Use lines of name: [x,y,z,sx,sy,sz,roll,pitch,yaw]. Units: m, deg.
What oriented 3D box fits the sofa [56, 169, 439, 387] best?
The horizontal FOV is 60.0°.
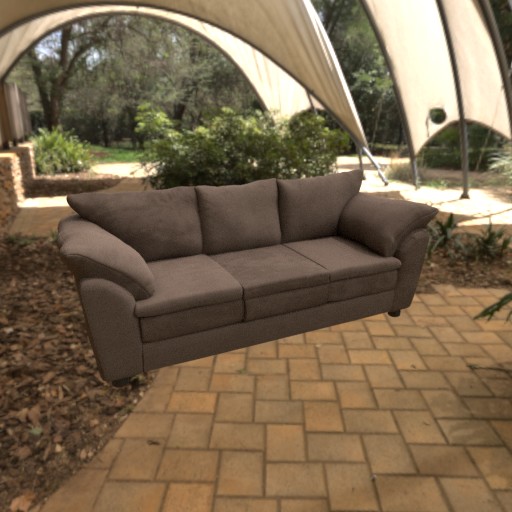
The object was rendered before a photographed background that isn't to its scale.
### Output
sofa: [0.000,0.000,2.930,2.377,0.981,0.893,-9,19,-26]
